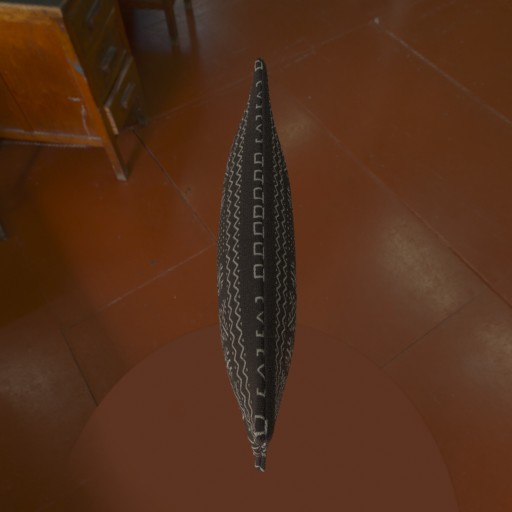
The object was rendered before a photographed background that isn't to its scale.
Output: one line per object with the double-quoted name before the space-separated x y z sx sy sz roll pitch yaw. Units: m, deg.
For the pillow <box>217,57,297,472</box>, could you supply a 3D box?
"pillow" 0.000 0.000 0.782 0.135 0.322 0.667 0 60 0
